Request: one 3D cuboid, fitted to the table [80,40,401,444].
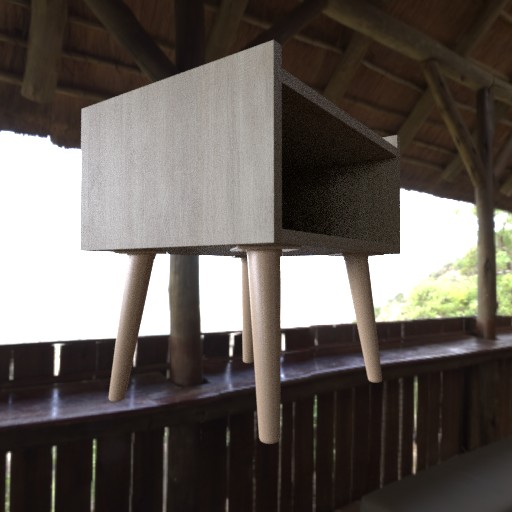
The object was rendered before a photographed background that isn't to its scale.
[{"bbox_3d":[0.000,0.000,0.783,0.370,0.470,0.450,-1,-2,35],"label":"table"}]
